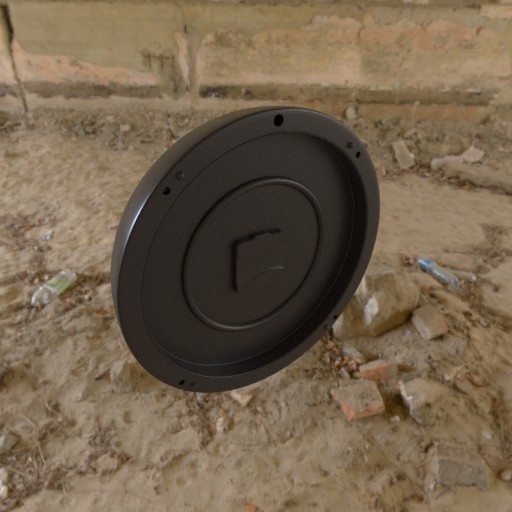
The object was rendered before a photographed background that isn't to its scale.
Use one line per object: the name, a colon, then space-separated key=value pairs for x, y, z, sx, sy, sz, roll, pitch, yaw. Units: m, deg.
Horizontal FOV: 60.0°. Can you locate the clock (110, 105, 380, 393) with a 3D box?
clock: x=0.000 y=0.000 z=0.450 sx=0.300 sy=0.300 sz=0.060 roll=-19 pitch=36 yaw=-28
